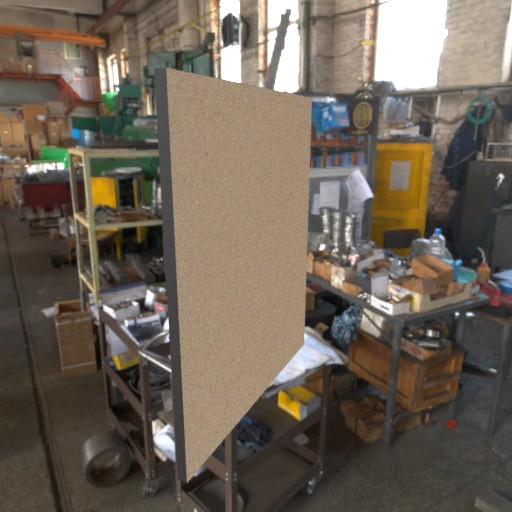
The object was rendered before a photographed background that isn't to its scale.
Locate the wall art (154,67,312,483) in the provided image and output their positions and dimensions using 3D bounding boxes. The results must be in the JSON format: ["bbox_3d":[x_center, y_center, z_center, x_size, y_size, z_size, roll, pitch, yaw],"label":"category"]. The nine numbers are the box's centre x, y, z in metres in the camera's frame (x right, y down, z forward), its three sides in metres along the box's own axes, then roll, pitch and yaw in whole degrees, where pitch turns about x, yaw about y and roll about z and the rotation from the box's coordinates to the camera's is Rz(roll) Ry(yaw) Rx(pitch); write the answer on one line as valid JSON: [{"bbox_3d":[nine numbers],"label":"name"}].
[{"bbox_3d":[0.000,0.000,1.209,0.028,0.863,0.755,7,17,25],"label":"wall art"}]
